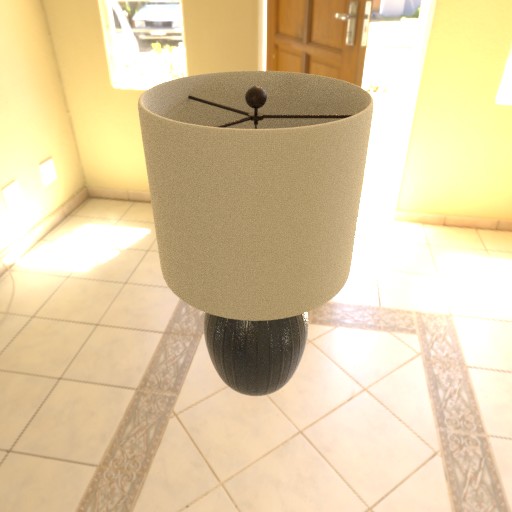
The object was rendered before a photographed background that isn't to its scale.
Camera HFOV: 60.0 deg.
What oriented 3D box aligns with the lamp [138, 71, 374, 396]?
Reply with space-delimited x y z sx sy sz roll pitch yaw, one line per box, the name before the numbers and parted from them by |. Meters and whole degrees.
lamp | 0.000 0.000 0.778 0.329 0.570 0.329 0 33 0
